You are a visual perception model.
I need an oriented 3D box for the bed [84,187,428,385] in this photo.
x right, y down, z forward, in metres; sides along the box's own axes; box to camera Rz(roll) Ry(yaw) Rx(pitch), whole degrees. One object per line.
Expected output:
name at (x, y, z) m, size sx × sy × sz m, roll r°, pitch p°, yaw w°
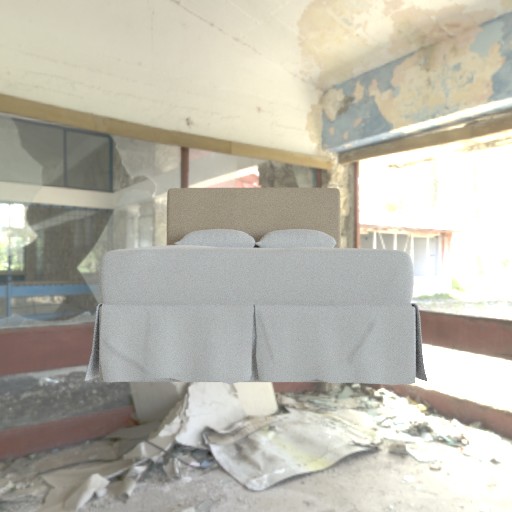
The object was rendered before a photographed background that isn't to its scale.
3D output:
bed at (0.000, 0.000, 3.231) m, size 1.723 × 1.330 × 2.142 m, roll 0°, pitch -1°, yaw 0°
